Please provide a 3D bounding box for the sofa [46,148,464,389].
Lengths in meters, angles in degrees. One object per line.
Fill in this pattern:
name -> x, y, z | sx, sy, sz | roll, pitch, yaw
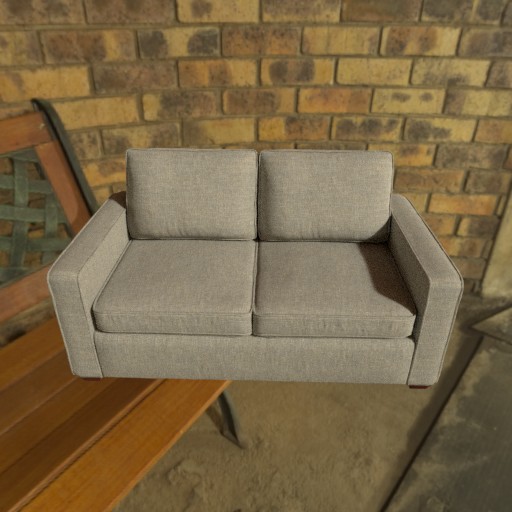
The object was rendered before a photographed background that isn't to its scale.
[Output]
sofa -> 0.000, 0.000, 2.226 | 1.706, 0.915, 0.945 | 1, 30, 2
